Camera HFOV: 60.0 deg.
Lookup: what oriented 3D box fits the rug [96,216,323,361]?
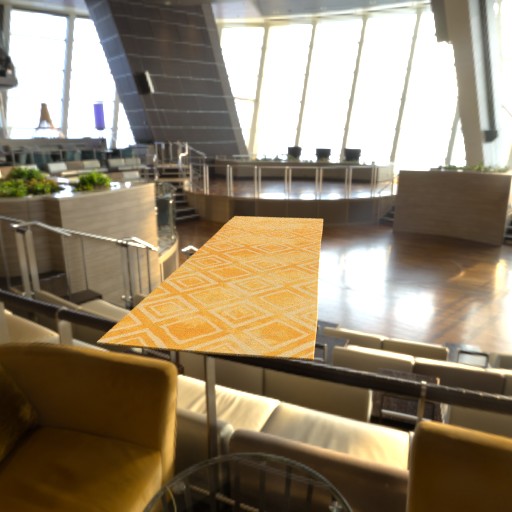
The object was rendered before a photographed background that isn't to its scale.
[{"bbox_3d":[0.000,0.000,2.663,0.775,0.010,2.438,2,16,9],"label":"rug"}]
